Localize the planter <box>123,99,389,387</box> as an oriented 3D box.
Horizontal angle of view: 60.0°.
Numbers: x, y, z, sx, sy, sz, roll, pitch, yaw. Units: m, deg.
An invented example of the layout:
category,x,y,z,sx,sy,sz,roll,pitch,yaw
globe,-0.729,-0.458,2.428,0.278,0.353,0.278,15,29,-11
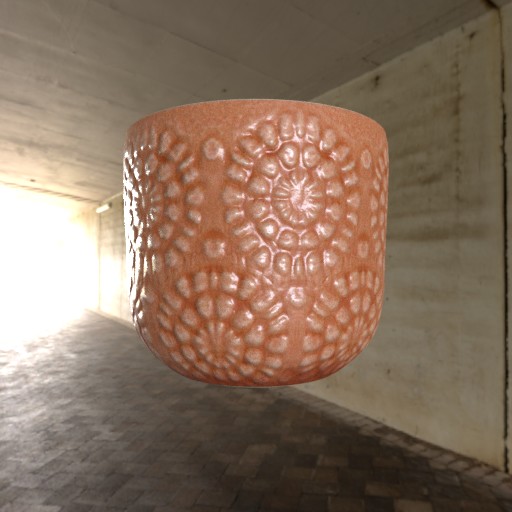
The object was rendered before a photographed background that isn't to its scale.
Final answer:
category,x,y,z,sx,sy,sz,roll,pitch,yaw
planter,0.000,0.000,0.215,0.124,0.109,0.124,0,-1,0
